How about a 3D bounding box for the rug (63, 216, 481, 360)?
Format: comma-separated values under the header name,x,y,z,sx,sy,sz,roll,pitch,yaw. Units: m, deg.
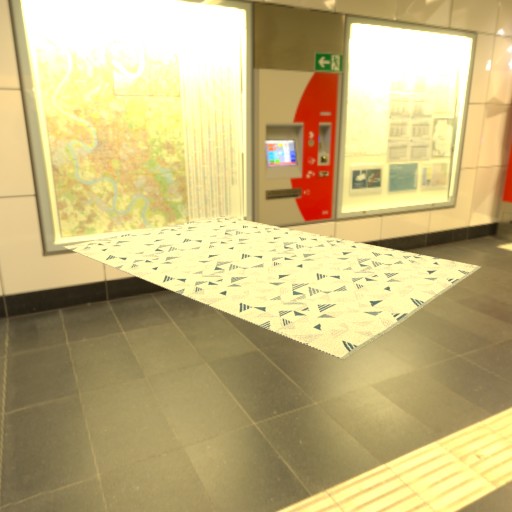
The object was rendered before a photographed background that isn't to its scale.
name,x,y,z,sx,sy,sz,roll,pitch,yaw
rug,0.000,0.000,2.293,1.835,0.003,1.206,15,22,41
